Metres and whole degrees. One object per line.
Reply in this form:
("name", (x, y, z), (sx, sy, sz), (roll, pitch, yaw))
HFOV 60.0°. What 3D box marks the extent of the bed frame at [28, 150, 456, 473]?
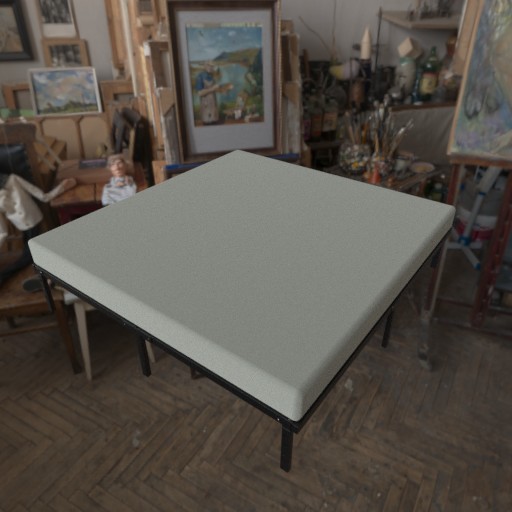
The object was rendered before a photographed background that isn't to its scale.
("bed frame", (0.000, 0.000, 3.854), (2.526, 0.680, 2.635), (22, 39, 30))
